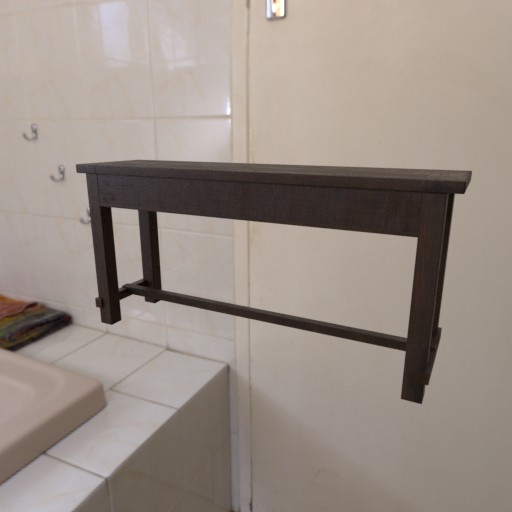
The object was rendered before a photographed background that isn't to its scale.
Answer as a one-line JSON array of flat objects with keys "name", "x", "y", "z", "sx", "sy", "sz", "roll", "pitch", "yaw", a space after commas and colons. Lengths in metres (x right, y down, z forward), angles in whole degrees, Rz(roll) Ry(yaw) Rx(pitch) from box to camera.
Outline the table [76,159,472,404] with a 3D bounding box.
[{"name": "table", "x": 0.000, "y": 0.000, "z": 1.926, "sx": 1.599, "sy": 0.762, "sz": 0.442, "roll": 8, "pitch": 17, "yaw": 26}]
